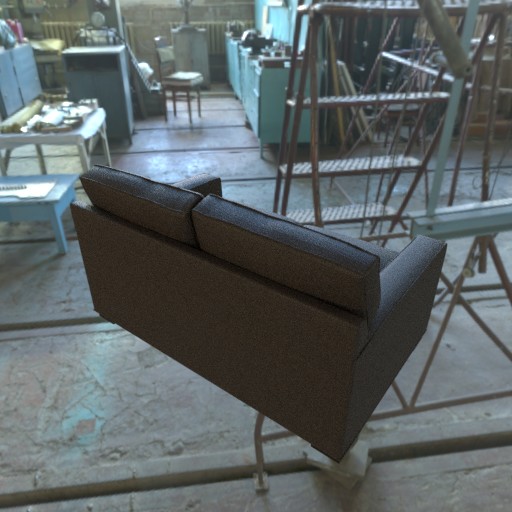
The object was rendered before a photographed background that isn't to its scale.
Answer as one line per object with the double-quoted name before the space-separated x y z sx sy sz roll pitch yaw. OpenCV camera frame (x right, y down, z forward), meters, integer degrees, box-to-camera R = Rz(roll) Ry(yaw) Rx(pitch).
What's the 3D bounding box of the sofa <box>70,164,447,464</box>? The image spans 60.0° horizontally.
"sofa" 0.000 0.000 2.191 1.534 0.887 0.974 21 37 31
